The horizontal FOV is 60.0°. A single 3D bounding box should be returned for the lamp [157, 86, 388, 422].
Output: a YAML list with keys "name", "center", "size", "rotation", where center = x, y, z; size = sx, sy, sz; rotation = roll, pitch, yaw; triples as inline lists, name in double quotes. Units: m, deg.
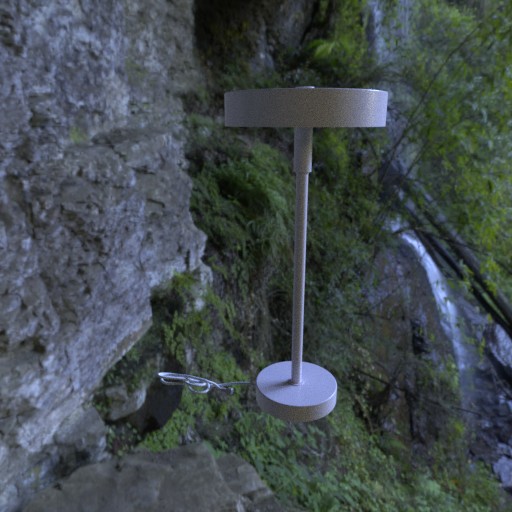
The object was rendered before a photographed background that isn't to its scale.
- name: "lamp"
  center: [0.000, 0.000, 0.714]
  size: [0.369, 0.508, 0.229]
  rotation: [3, 17, 9]
